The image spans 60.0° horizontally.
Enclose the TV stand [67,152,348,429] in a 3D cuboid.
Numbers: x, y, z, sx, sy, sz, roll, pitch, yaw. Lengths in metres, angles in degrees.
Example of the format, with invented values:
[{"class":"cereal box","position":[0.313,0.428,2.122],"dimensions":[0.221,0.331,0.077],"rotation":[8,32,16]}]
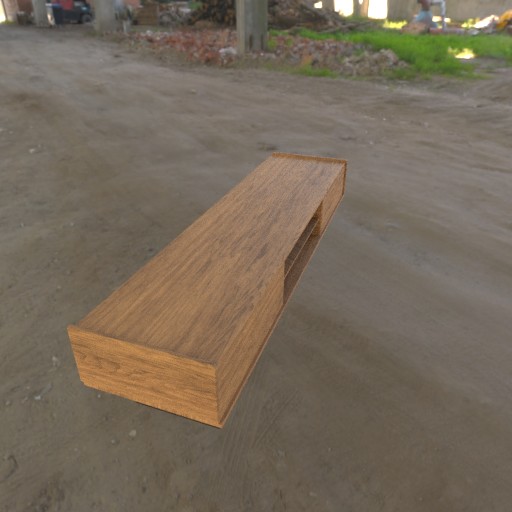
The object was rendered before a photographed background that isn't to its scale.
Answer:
[{"class":"TV stand","position":[0.000,0.000,2.003],"dimensions":[0.467,0.415,1.796],"rotation":[10,31,18]}]
